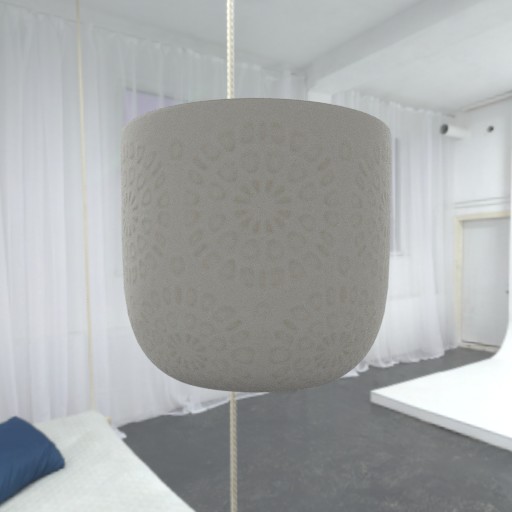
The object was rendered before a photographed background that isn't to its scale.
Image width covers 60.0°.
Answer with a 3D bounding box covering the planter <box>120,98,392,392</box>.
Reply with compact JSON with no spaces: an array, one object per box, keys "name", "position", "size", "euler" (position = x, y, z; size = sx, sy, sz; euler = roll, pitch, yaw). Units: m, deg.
[{"name":"planter","position":[0.000,0.000,0.213],"size":[0.124,0.109,0.124],"euler":[0,0,0]}]
